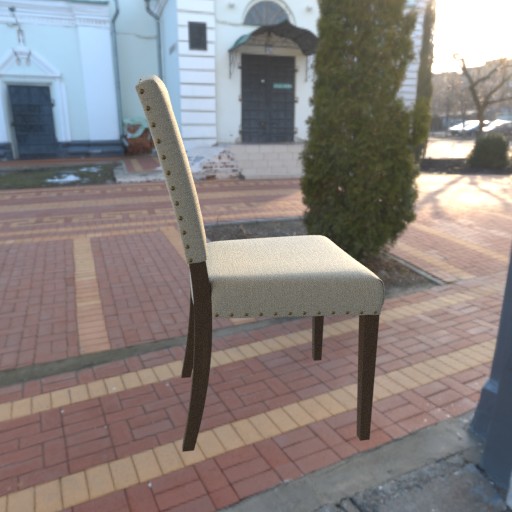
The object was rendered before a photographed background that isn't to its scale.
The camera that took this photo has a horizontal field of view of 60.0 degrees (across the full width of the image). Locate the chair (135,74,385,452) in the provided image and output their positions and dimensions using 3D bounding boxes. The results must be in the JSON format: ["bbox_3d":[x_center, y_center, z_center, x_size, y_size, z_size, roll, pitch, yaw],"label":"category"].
[{"bbox_3d":[0.000,0.000,1.349,0.619,1.015,0.508,-3,17,-9],"label":"chair"}]
